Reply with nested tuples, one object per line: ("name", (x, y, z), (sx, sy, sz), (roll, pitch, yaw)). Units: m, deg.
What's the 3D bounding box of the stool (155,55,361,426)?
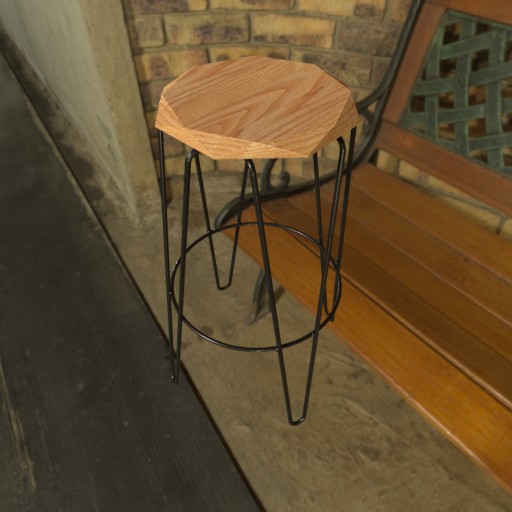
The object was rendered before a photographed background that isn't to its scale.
("stool", (0.000, 0.000, 0.803), (0.326, 0.610, 0.326), (15, 47, 14))
